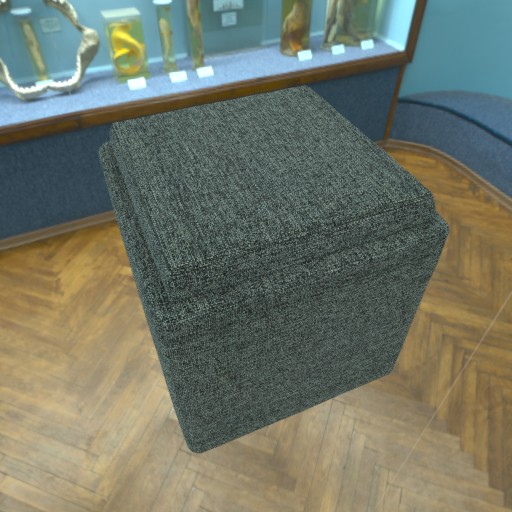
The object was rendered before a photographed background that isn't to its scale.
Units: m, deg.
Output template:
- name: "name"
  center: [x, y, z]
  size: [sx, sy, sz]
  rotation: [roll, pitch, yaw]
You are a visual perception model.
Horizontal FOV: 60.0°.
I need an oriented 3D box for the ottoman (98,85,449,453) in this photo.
- name: "ottoman"
  center: [0.000, 0.000, 0.843]
  size: [0.450, 0.463, 0.450]
  rotation: [-17, 48, -16]
